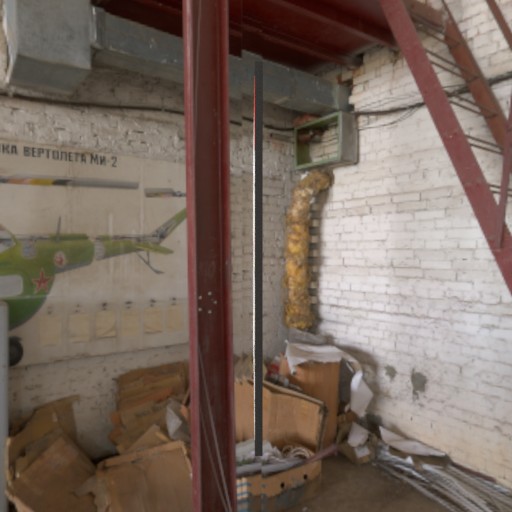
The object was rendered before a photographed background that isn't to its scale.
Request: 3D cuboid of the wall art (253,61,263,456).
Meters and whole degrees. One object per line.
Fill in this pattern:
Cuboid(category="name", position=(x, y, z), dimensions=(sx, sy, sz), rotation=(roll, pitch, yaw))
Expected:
Cuboid(category="wall art", position=(0.000, 0.000, 1.228), dimensions=(0.013, 0.665, 0.963), rotation=(0, 1, -1))
